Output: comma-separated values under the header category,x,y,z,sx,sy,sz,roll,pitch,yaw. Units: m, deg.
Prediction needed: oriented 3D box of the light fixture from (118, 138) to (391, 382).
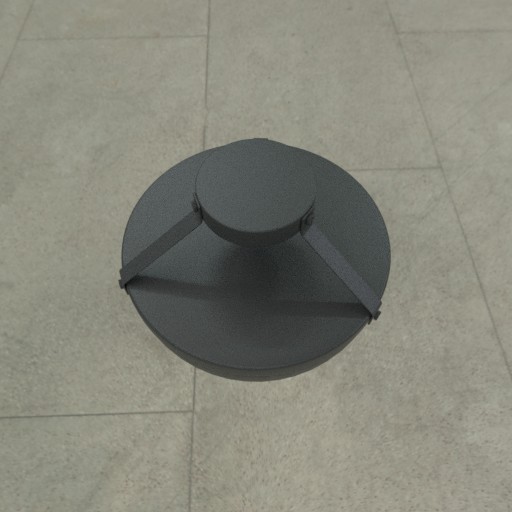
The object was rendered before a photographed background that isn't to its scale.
category,x,y,z,sx,sy,sz,roll,pitch,yaw
light fixture,0.000,0.000,0.535,0.304,0.269,0.304,0,59,0
